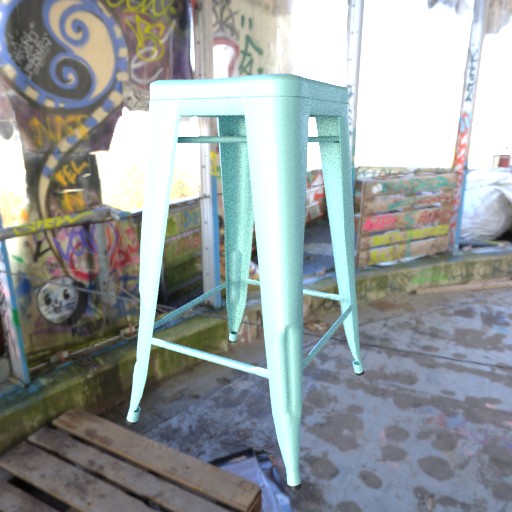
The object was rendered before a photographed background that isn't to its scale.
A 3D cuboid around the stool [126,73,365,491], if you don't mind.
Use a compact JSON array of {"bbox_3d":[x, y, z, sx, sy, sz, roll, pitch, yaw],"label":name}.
[{"bbox_3d":[0.000,0.000,0.840,0.359,0.609,0.399,8,18,26],"label":"stool"}]
